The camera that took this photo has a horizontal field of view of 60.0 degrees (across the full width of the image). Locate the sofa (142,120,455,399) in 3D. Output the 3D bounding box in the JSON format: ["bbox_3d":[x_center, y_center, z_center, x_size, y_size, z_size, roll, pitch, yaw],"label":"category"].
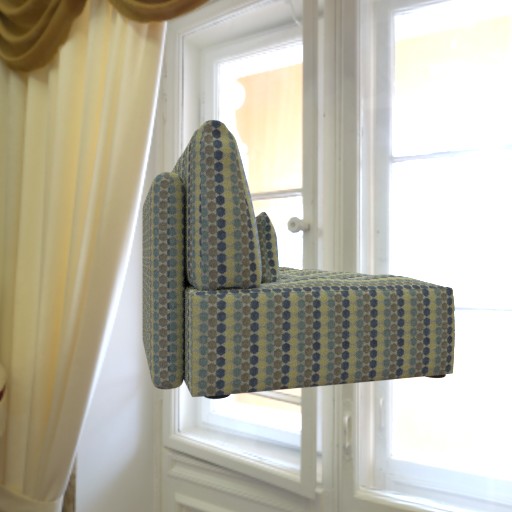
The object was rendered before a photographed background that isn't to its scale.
[{"bbox_3d":[0.000,0.000,2.031,1.000,0.820,1.450,0,0,-17],"label":"sofa"}]
